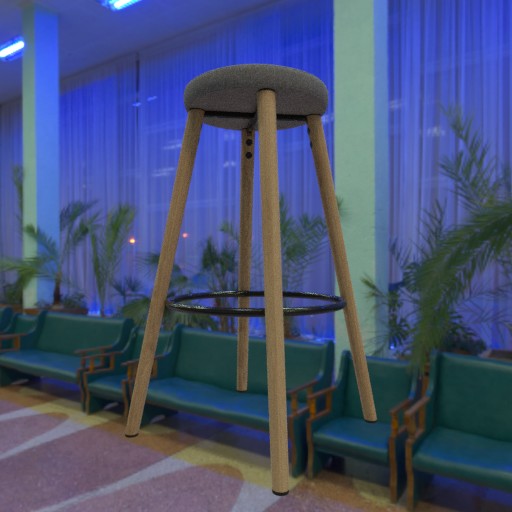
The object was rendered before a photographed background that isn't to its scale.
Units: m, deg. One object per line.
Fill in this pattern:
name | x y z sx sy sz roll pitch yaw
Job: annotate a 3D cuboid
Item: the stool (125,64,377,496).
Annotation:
stool | 0.000 0.000 0.992 0.410 0.770 0.410 0 0 36
